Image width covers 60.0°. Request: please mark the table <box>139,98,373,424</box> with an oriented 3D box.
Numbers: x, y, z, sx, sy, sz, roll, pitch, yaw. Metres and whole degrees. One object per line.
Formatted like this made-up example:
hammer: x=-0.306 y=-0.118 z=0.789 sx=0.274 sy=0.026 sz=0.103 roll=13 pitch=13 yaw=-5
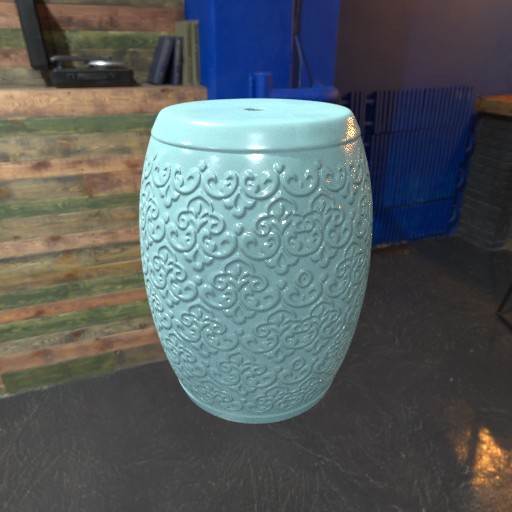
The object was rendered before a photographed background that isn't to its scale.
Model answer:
table: x=0.000 y=0.000 z=0.620 sx=0.309 sy=0.397 sz=0.309 roll=0 pitch=25 yaw=0
